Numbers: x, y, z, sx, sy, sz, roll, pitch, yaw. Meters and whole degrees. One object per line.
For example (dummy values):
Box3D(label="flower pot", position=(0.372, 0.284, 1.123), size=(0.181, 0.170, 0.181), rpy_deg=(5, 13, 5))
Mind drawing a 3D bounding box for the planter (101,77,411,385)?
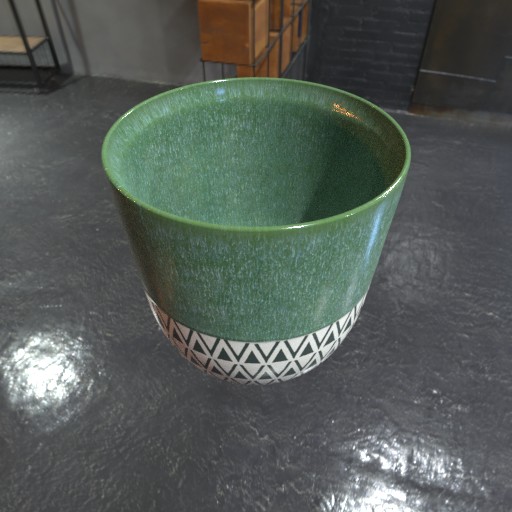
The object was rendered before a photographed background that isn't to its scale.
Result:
Box3D(label="planter", position=(0.000, 0.000, 0.359), size=(0.195, 0.214, 0.195), rpy_deg=(0, 43, 0))
